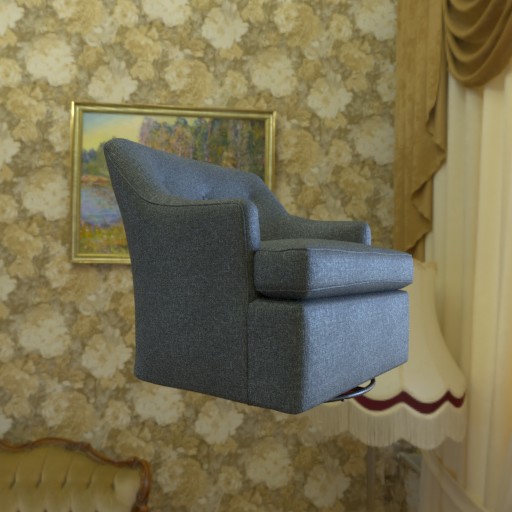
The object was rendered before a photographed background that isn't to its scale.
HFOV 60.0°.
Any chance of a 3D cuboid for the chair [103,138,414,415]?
[{"bbox_3d":[0.000,0.000,1.626,0.923,0.856,0.864,-1,-2,38],"label":"chair"}]
